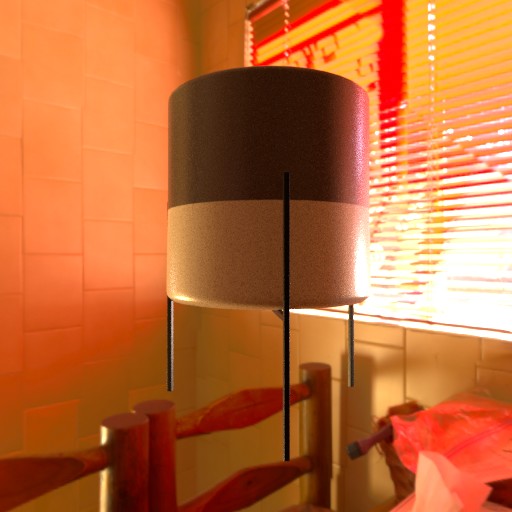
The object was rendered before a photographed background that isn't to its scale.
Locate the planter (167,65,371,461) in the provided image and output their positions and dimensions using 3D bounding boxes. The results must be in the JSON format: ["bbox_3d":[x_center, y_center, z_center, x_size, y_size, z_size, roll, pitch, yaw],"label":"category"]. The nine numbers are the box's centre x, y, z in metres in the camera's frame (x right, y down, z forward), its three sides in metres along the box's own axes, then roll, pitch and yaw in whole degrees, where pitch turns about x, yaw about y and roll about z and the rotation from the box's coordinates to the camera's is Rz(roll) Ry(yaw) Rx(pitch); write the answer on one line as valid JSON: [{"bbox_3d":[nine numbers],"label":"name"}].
[{"bbox_3d":[0.000,0.000,0.519,0.260,0.353,0.250,0,0,18],"label":"planter"}]
